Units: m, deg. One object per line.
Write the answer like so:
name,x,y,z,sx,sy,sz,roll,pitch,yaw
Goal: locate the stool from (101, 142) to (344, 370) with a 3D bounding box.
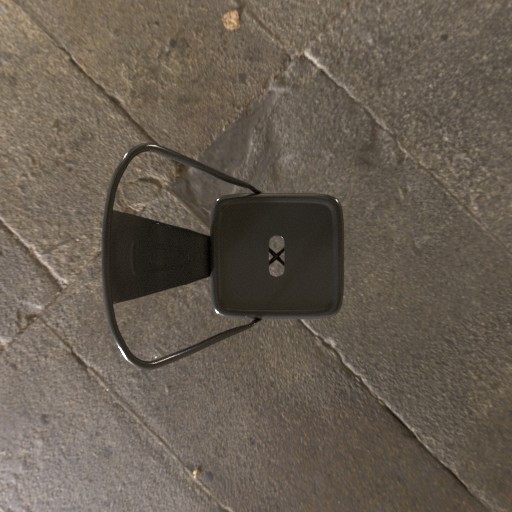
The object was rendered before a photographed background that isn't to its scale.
stool,0.000,0.000,1.281,0.528,1.022,0.432,0,90,1
